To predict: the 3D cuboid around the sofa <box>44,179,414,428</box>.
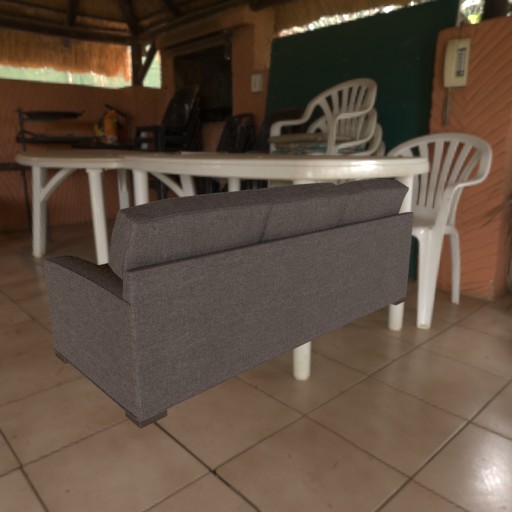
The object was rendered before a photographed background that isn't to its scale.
[{"bbox_3d":[0.000,0.000,2.942,2.369,0.978,1.004,-13,19,-42],"label":"sofa"}]
